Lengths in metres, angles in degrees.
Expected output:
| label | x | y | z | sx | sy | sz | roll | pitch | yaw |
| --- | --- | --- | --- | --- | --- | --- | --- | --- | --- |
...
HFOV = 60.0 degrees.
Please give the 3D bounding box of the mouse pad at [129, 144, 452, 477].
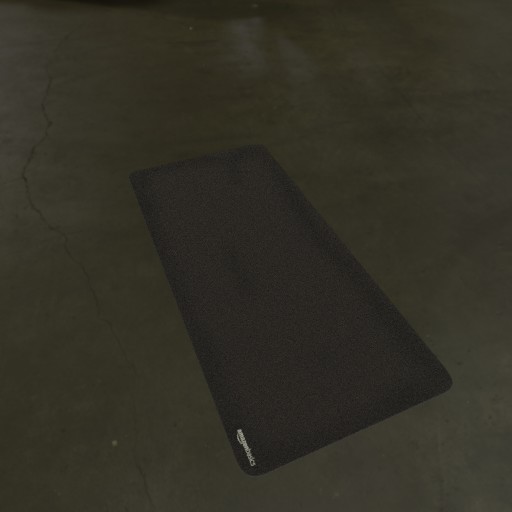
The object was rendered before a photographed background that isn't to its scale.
| label | x | y | z | sx | sy | sz | roll | pitch | yaw |
| --- | --- | --- | --- | --- | --- | --- | --- | --- | --- |
| mouse pad | 0.000 | 0.000 | 1.045 | 0.424 | 0.003 | 0.907 | -17 | 48 | -16 |
